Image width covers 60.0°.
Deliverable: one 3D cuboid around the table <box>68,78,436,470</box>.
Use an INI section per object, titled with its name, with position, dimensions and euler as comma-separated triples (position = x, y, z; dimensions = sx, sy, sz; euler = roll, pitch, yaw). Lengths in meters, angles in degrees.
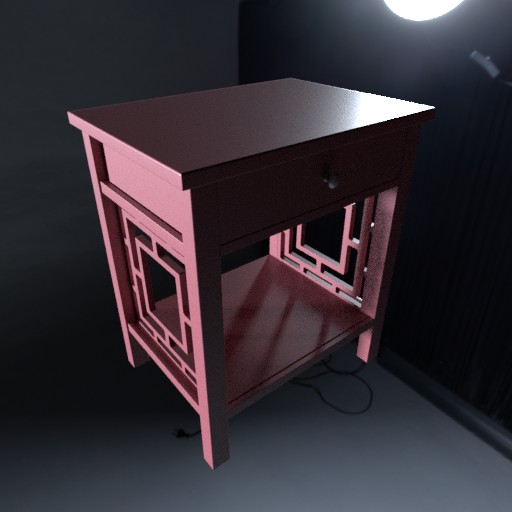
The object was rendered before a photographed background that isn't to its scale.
[table]
position = 0.000, 0.000, 1.067
dimensions = 0.599, 0.686, 0.451
euler = -23, 38, -32
